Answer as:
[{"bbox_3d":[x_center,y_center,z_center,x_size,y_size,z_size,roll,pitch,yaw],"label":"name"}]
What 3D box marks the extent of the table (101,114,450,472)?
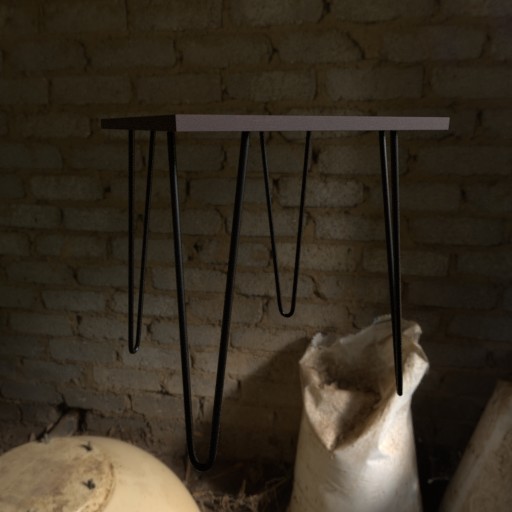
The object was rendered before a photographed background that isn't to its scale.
[{"bbox_3d":[0.000,0.000,0.942,0.495,0.559,0.495,-9,19,-27],"label":"table"}]
